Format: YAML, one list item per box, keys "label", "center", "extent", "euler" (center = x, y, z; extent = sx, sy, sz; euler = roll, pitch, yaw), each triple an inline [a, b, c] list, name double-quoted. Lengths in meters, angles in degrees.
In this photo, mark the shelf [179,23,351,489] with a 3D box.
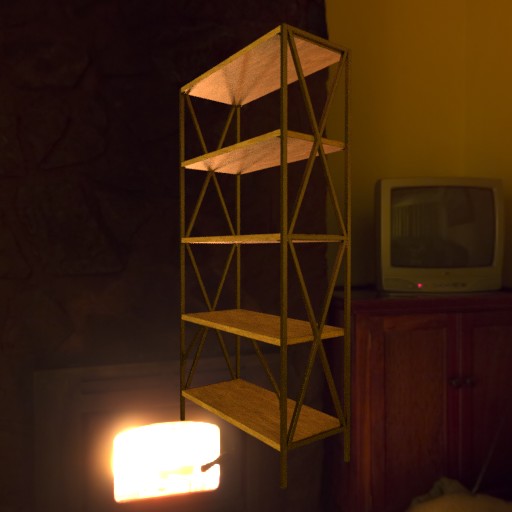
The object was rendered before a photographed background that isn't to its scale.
- label: "shelf"
  center: [0.000, 0.000, 2.180]
  extent: [0.386, 1.803, 0.874]
  euler: [-1, 1, -37]
